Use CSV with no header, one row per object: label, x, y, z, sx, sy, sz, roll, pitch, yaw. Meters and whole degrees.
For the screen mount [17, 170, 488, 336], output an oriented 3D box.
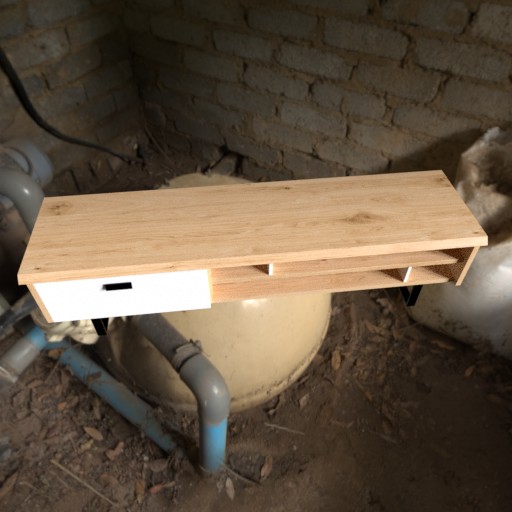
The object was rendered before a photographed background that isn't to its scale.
screen mount,0.000,0.000,1.887,1.700,0.430,0.450,-5,46,-5
